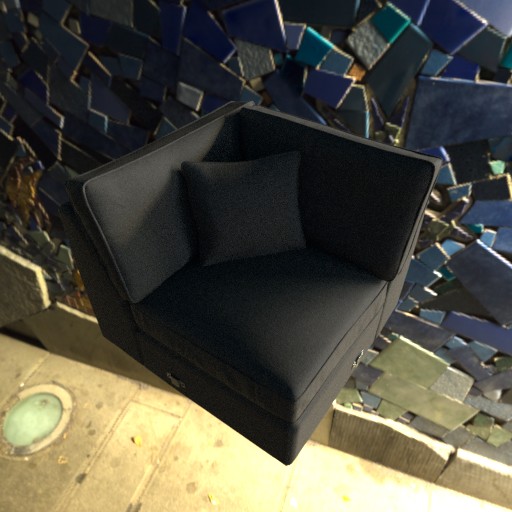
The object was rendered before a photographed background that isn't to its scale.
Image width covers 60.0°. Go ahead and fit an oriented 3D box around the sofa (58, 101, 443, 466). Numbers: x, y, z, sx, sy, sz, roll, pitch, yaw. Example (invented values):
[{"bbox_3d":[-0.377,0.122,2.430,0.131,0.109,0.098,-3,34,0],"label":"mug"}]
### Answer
[{"bbox_3d":[0.000,0.000,1.952,1.146,1.002,1.084,25,46,26],"label":"sofa"}]
